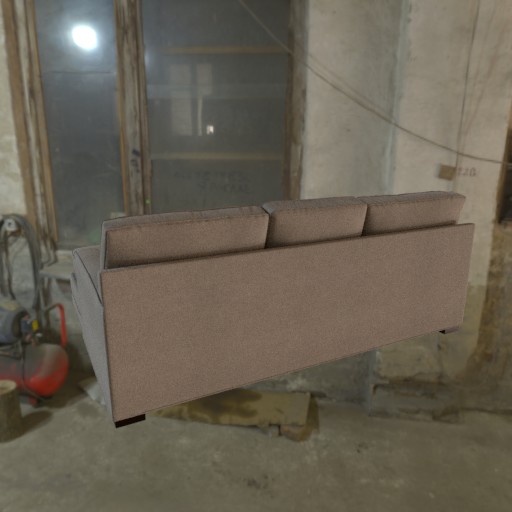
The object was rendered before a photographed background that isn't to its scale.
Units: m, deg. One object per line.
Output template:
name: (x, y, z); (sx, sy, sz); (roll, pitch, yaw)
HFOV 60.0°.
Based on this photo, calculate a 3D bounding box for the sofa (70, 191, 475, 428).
sofa: (0.000, 0.000, 2.781); (2.087, 0.861, 1.496); (-8, 17, -27)
